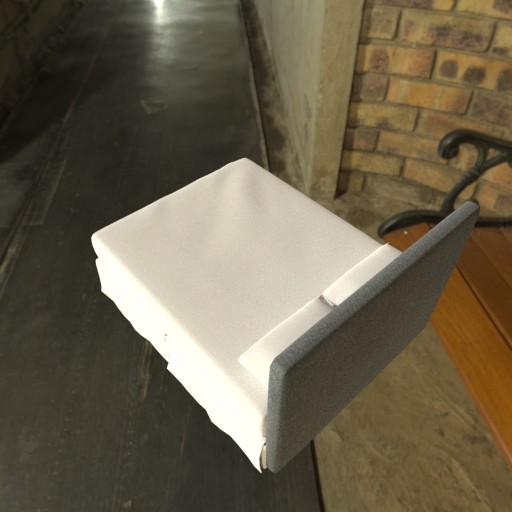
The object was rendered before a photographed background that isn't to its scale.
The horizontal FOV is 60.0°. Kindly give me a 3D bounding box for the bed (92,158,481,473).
[{"bbox_3d":[0.000,0.000,3.218,1.723,1.330,2.142,-33,55,-28],"label":"bed"}]
